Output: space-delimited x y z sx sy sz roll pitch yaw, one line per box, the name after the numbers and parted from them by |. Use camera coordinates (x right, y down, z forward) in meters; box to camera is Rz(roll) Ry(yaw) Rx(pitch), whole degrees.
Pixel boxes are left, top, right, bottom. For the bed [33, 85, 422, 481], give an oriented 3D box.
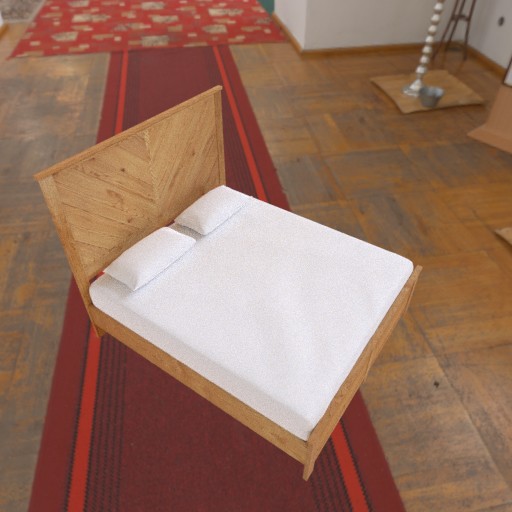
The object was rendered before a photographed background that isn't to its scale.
0.000 0.000 4.109 2.530 1.938 2.225 25 47 25 | bed
